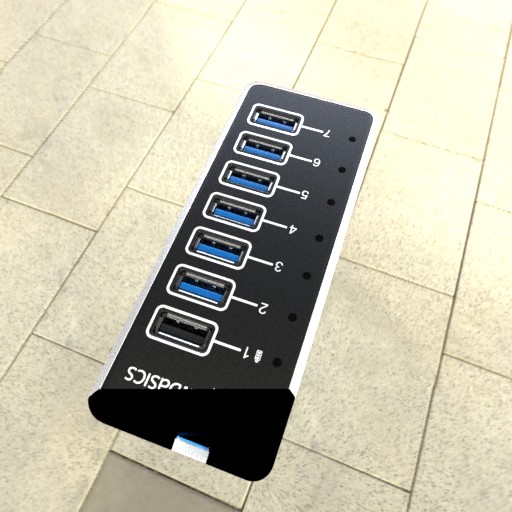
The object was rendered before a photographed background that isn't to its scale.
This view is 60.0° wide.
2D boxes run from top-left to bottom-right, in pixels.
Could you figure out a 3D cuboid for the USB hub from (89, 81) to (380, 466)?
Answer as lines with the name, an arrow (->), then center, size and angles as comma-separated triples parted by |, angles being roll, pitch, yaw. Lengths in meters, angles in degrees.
USB hub -> 0.000, 0.000, 0.127 | 0.044, 0.023, 0.110 | 18, 65, 8
